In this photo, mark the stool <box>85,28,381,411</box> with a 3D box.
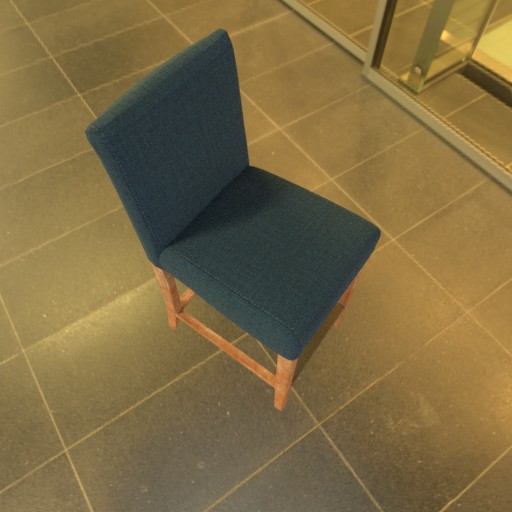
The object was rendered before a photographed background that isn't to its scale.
[{"bbox_3d":[0.000,0.000,1.318,0.567,1.039,0.454,32,63,18],"label":"stool"}]
